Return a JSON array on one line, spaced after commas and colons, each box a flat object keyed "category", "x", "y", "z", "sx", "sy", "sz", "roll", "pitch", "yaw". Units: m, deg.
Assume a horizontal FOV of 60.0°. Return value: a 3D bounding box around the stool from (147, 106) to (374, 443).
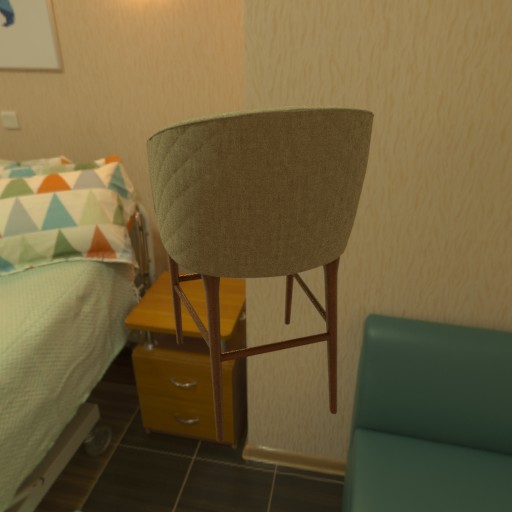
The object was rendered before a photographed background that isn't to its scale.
[{"category": "stool", "x": 0.000, "y": 0.000, "z": 1.373, "sx": 0.559, "sy": 0.952, "sz": 0.635, "roll": -8, "pitch": 27, "yaw": -16}]
